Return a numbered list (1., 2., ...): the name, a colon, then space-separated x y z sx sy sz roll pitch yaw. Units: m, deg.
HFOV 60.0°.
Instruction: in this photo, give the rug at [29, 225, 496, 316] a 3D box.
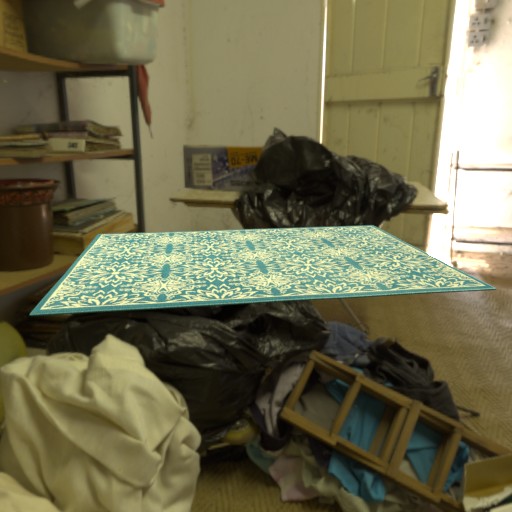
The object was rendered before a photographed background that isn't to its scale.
1. rug: 0.000 0.000 2.798 2.205 0.012 1.554 -2 16 -8
